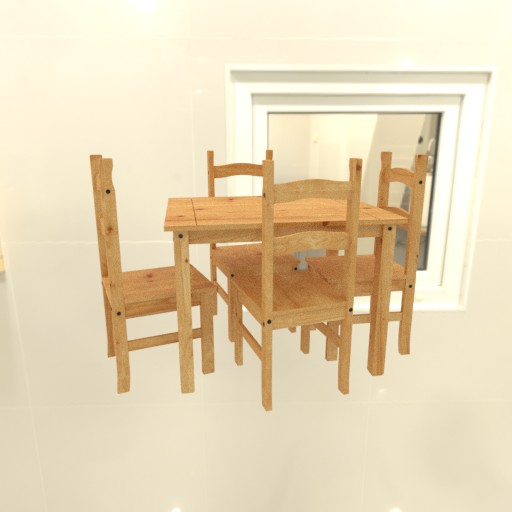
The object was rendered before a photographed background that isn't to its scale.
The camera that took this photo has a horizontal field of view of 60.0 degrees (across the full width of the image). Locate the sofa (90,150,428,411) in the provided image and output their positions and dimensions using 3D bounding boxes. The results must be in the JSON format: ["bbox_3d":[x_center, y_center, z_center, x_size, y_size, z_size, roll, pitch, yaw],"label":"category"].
[{"bbox_3d":[0.000,0.000,2.224,1.529,1.000,1.144,-3,16,-9],"label":"sofa"}]
